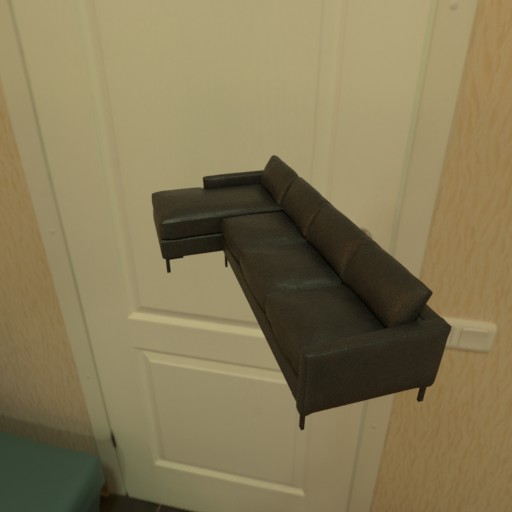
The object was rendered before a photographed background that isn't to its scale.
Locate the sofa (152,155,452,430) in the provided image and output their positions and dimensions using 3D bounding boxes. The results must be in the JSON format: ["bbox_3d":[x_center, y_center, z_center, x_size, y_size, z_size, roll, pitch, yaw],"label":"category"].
[{"bbox_3d":[0.000,0.000,3.700,1.471,0.859,2.993,-8,30,-14],"label":"sofa"}]
